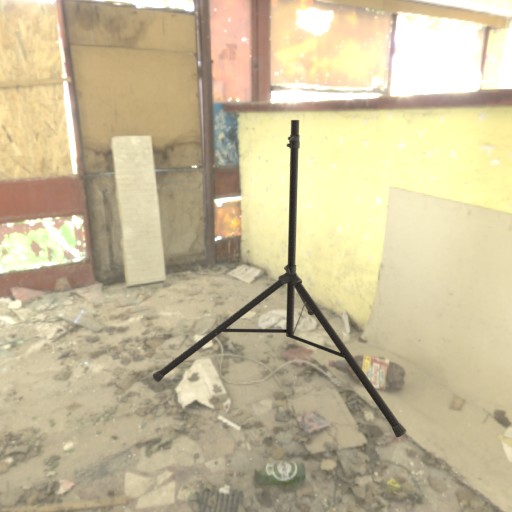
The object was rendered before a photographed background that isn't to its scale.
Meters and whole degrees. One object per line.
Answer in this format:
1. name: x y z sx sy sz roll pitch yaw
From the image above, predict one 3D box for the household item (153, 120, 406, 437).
1. household item: 0.000 0.000 2.720 1.339 1.595 1.596 -3 18 -9
